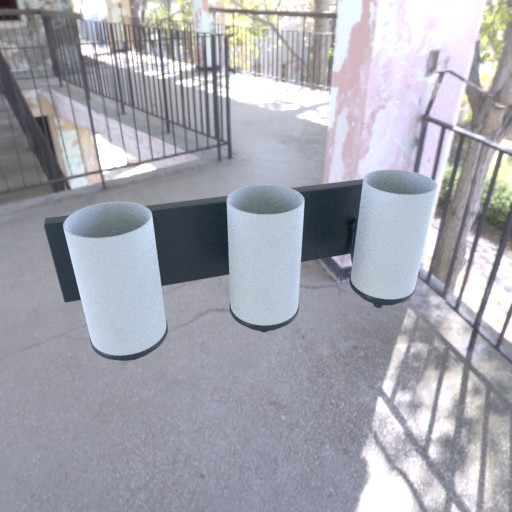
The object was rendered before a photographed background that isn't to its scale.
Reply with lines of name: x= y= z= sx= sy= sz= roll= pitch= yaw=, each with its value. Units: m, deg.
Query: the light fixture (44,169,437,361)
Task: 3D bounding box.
light fixture: x=0.000 y=0.000 z=0.523 sx=0.451 sy=0.172 sz=0.145 roll=-9 pitch=32 yaw=-15
